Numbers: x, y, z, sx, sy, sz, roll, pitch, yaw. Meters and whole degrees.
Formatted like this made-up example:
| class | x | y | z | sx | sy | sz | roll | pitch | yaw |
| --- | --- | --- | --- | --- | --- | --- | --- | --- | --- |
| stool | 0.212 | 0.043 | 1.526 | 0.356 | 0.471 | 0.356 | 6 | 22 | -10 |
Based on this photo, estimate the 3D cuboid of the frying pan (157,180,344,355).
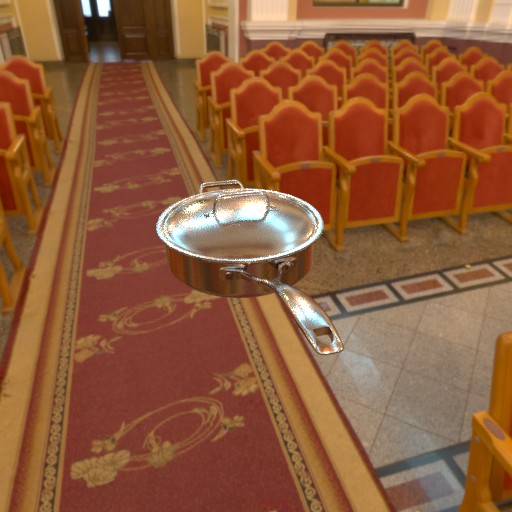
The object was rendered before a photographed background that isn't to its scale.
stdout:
| class | x | y | z | sx | sy | sz | roll | pitch | yaw |
| --- | --- | --- | --- | --- | --- | --- | --- | --- | --- |
| frying pan | 0.000 | 0.000 | 0.591 | 0.245 | 0.111 | 0.492 | -8 | 31 | -13 |
